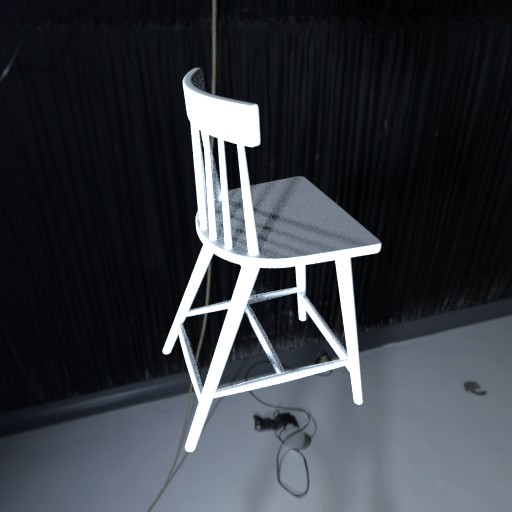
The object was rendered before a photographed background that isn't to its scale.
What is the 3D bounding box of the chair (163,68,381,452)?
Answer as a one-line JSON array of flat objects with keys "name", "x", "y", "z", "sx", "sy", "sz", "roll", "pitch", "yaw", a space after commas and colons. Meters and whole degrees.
[{"name": "chair", "x": 0.000, "y": 0.000, "z": 1.275, "sx": 0.572, "sy": 0.952, "sz": 0.483, "roll": -10, "pitch": 33, "yaw": -16}]
